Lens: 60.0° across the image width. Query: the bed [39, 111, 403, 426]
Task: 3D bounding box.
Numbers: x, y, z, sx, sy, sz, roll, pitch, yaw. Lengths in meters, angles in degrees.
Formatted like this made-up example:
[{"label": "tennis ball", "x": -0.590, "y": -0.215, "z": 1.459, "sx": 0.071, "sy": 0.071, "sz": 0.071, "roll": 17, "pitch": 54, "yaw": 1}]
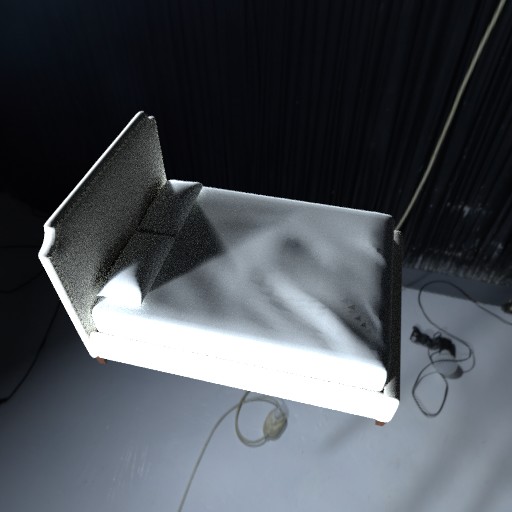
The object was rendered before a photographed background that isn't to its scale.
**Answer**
[{"label": "bed", "x": 0.000, "y": 0.000, "z": 3.481, "sx": 2.365, "sy": 1.443, "sz": 1.712, "roll": 10, "pitch": 47, "yaw": 9}]
